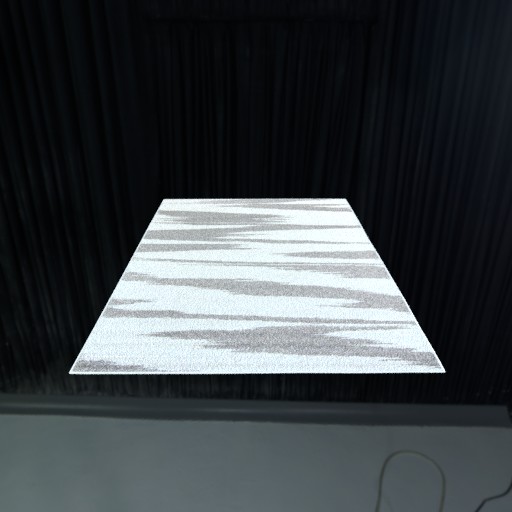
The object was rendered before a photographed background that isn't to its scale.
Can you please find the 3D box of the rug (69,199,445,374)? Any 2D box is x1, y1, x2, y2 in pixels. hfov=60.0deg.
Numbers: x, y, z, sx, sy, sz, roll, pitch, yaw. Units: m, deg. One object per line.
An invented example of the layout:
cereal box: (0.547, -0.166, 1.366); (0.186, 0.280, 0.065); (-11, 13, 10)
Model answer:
rug: (0.000, 0.000, 2.755); (1.533, 0.010, 2.142); (0, 26, 0)
